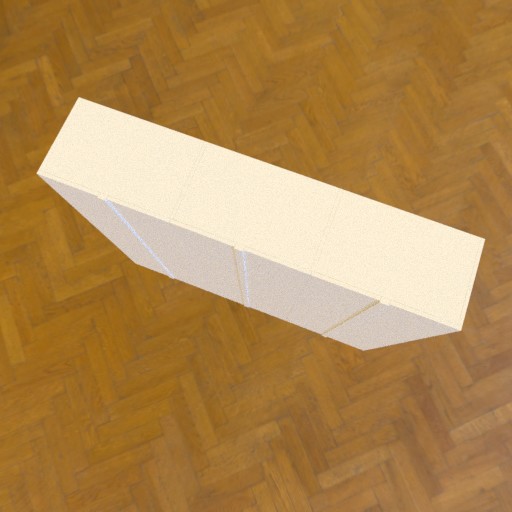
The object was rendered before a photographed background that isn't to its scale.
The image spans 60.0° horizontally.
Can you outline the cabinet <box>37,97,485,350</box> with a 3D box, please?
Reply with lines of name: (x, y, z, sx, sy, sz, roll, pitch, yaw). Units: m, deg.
cabinet: (0.000, 0.000, 3.841, 2.700, 2.370, 0.590, 20, 76, 5)
